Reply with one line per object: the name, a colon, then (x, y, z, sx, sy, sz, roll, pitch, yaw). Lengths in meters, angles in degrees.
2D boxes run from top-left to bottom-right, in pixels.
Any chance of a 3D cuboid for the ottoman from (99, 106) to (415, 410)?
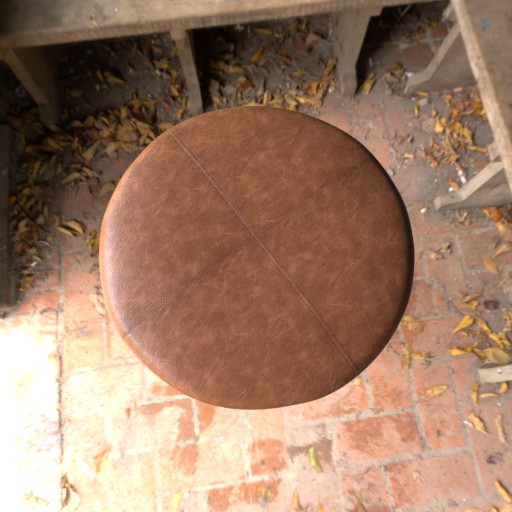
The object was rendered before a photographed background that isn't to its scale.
ottoman: (0.000, 0.000, 1.545, 1.006, 0.445, 1.006, 0, 74, 0)
